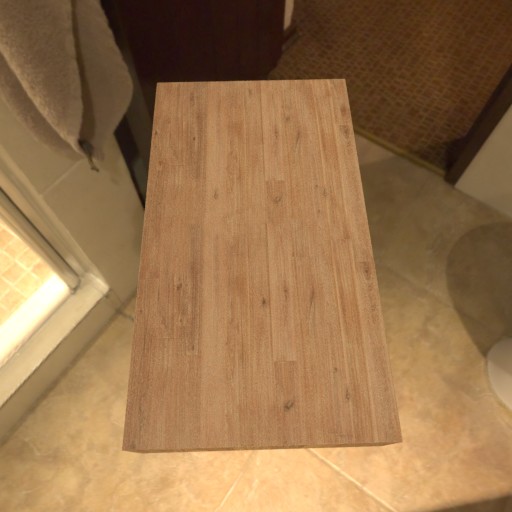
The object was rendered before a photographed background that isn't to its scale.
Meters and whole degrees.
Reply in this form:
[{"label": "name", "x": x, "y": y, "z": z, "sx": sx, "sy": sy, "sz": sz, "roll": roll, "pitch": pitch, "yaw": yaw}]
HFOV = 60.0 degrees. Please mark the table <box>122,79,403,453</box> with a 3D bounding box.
[{"label": "table", "x": 0.000, "y": 0.000, "z": 2.019, "sx": 0.918, "sy": 0.531, "sz": 1.619, "roll": -1, "pitch": 64, "yaw": -1}]
